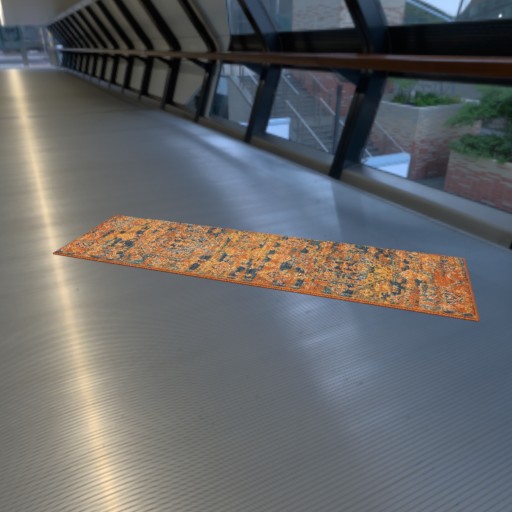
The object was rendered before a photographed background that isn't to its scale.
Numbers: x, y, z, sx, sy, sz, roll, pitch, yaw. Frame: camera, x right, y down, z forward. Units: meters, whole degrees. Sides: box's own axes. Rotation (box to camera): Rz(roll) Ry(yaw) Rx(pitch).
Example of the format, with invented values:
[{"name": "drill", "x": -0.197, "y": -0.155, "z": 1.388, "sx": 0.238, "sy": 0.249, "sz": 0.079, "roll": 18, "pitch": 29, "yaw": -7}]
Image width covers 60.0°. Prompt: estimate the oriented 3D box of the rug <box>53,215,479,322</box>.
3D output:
[{"name": "rug", "x": 0.000, "y": 0.000, "z": 2.538, "sx": 2.274, "sy": 0.016, "sz": 0.651, "roll": 8, "pitch": 27, "yaw": 16}]
